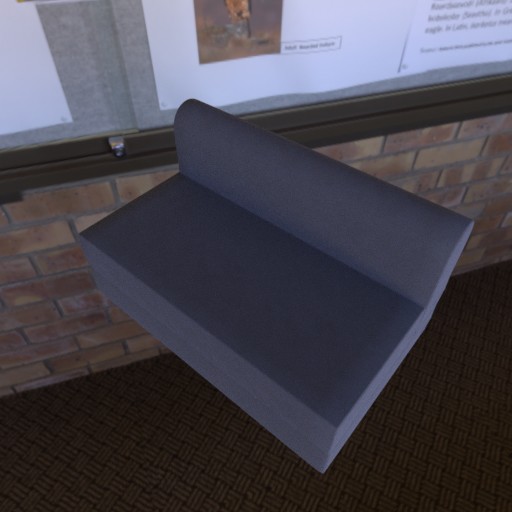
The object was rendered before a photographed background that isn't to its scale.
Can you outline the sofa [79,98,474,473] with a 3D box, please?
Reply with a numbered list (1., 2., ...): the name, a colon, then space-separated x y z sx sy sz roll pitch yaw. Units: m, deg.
1. sofa: 0.000 0.000 1.673 1.219 0.660 0.762 31 54 27
